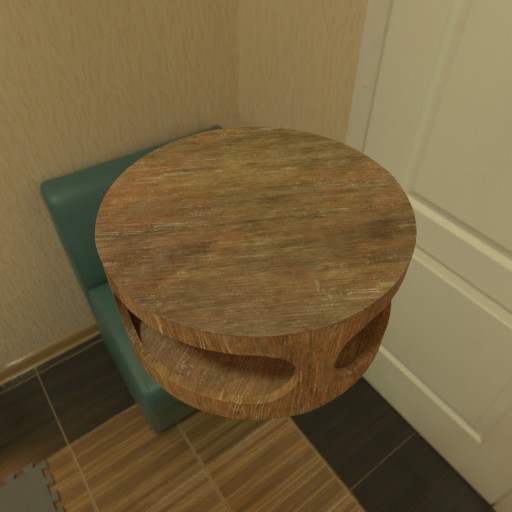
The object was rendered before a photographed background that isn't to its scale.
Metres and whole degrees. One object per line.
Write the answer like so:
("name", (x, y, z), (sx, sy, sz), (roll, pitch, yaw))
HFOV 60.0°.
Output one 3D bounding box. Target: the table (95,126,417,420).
("table", (0.000, 0.000, 1.545), (0.974, 0.450, 0.974), (0, 45, 0))
